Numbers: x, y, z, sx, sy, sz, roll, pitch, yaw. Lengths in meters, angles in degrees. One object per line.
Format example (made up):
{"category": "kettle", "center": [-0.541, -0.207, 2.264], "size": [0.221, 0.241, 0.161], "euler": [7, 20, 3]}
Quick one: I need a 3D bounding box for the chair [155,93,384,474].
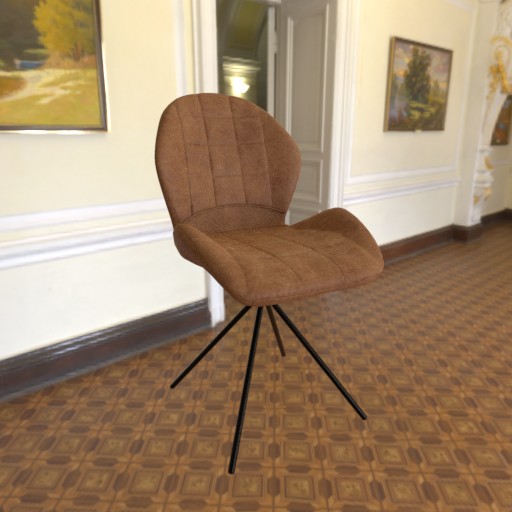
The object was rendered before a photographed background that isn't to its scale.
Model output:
{"category": "chair", "center": [0.000, 0.000, 1.285], "size": [0.527, 0.929, 0.640], "euler": [-9, 18, -28]}
